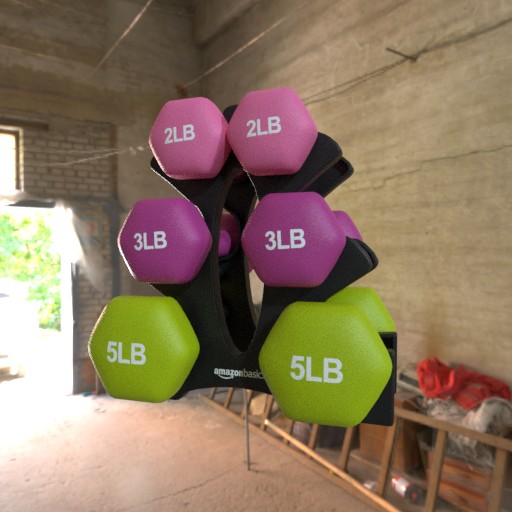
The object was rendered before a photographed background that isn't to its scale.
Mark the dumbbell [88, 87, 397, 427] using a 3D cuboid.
[{"bbox_3d":[0.000,0.000,0.425,0.257,0.261,0.203,0,1,19],"label":"dumbbell"}]
